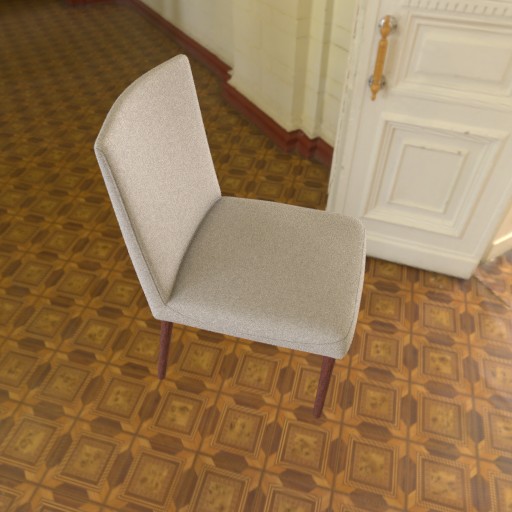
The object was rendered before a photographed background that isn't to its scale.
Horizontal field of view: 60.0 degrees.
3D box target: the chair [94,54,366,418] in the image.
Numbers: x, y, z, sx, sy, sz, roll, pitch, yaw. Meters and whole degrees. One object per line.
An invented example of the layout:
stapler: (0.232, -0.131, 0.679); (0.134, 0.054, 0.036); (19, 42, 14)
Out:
chair: (0.000, 0.000, 1.174); (0.570, 0.859, 0.456); (11, 47, 10)
